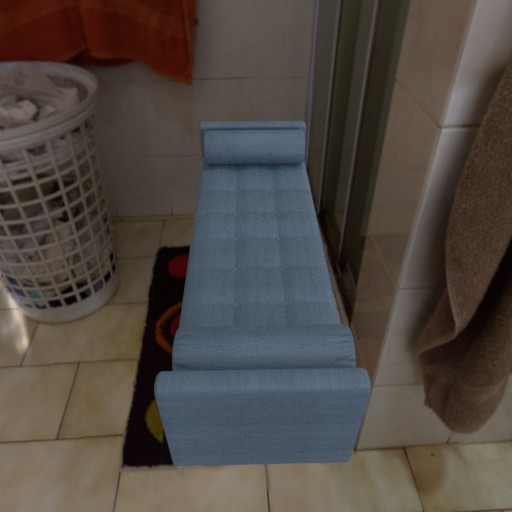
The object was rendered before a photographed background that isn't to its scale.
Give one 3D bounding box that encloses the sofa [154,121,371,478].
[{"bbox_3d":[0.000,0.000,2.313,0.686,0.635,1.981,-1,41,-1],"label":"sofa"}]
